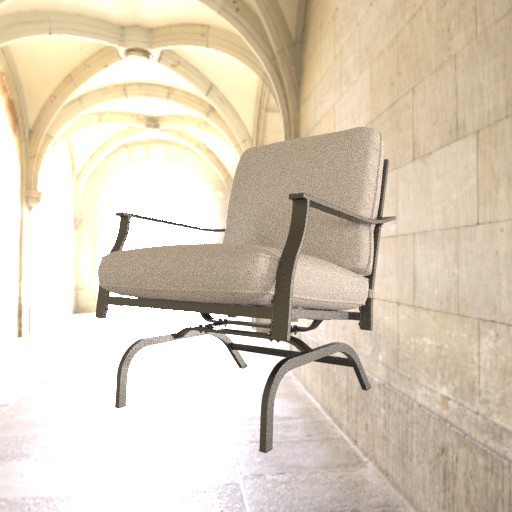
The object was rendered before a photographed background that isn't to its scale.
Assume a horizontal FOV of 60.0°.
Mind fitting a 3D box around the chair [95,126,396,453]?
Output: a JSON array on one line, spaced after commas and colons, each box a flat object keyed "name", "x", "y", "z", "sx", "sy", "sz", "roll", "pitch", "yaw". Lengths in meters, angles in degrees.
[{"name": "chair", "x": 0.000, "y": 0.000, "z": 1.372, "sx": 0.650, "sy": 0.860, "sz": 0.787, "roll": -1, "pitch": -1, "yaw": 36}]
